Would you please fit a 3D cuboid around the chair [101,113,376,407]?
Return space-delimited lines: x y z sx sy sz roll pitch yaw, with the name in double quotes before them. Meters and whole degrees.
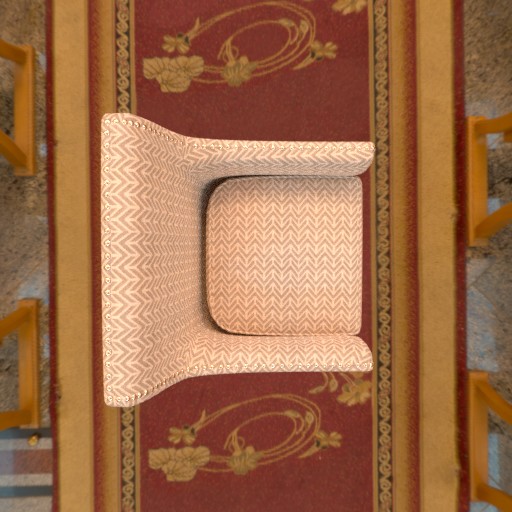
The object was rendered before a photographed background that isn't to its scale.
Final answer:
"chair" 0.000 0.000 1.303 0.651 0.816 0.623 0 92 0
